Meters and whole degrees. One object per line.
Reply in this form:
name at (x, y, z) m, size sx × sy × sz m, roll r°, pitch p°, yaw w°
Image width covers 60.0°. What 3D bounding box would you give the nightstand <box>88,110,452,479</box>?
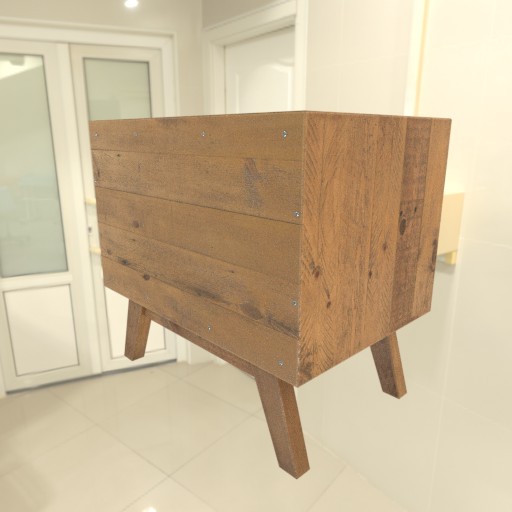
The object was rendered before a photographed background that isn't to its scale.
nightstand at (0.000, 0.000, 1.020) m, size 0.450 × 0.599 × 0.650 m, roll -14°, pitch 21°, yaw -42°
